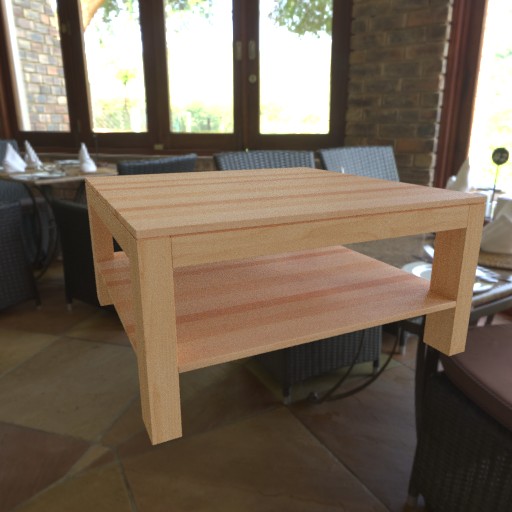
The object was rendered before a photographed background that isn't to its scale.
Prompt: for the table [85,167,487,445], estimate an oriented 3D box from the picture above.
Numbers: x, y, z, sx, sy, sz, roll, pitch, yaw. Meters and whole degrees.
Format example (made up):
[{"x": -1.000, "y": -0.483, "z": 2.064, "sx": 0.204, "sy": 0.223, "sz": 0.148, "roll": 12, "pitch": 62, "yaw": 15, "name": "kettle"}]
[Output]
[{"x": 0.000, "y": 0.000, "z": 1.415, "sx": 0.900, "sy": 0.450, "sz": 0.900, "roll": -8, "pitch": 18, "yaw": -25, "name": "table"}]
